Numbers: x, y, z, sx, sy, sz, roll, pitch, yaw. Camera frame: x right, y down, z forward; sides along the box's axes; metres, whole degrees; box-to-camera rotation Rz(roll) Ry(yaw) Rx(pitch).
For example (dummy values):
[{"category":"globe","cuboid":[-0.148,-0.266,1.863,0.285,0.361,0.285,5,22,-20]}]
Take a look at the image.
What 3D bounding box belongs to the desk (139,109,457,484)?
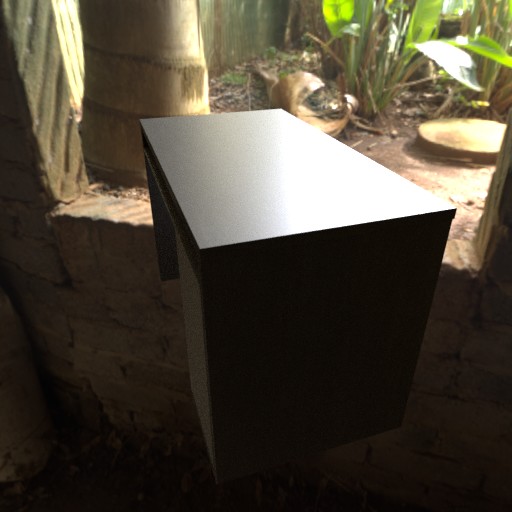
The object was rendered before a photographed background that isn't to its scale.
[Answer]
[{"category":"desk","cuboid":[0.000,0.000,1.568,0.600,0.750,1.100,-10,32,-16]}]
